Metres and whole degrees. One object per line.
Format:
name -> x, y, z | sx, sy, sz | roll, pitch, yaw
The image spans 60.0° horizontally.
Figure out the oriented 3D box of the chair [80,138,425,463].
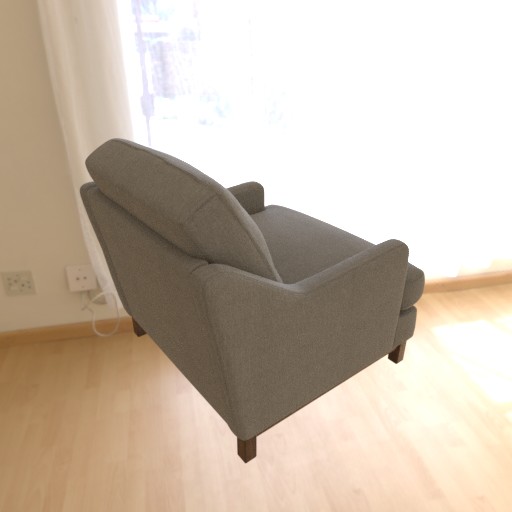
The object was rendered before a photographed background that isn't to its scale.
chair -> 0.000, 0.000, 1.543 | 0.892, 0.821, 0.826 | -19, 33, -33
